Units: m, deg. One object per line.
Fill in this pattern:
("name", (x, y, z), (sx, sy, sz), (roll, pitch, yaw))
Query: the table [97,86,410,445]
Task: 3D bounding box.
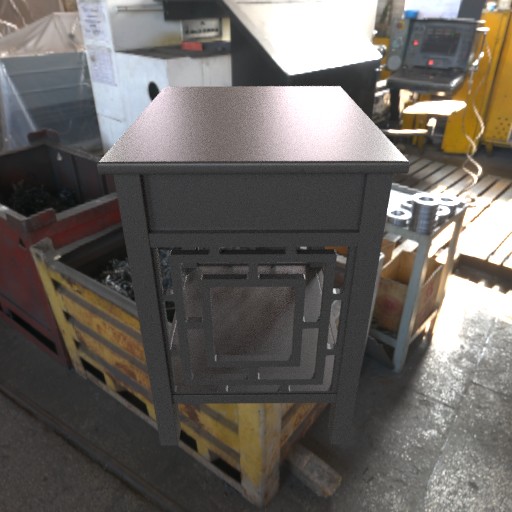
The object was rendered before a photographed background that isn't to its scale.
("table", (0.000, 0.000, 1.028), (0.451, 0.646, 0.564), (0, 31, 0))
